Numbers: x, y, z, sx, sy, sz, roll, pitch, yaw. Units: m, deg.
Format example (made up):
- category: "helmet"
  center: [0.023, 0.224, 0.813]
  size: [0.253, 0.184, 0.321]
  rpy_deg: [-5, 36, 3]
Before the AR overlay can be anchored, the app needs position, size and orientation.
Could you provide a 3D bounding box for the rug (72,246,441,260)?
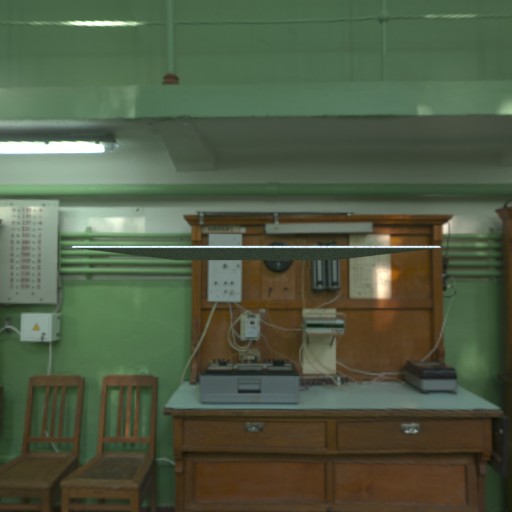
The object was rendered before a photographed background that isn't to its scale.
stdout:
- category: "rug"
  center: [0.000, 0.000, 3.048]
  size: [1.524, 0.008, 2.440]
  rpy_deg: [0, -2, 0]
